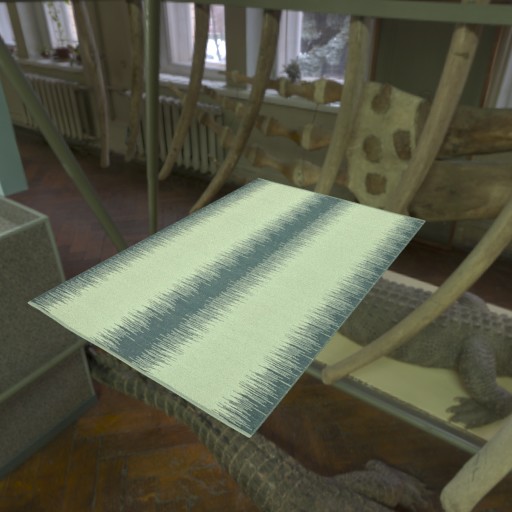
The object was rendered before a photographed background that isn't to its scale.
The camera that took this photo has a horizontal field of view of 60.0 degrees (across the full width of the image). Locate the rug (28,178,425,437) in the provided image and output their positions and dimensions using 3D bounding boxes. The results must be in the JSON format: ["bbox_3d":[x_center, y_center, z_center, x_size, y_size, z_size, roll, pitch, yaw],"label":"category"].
[{"bbox_3d":[0.000,0.000,2.347,1.234,0.006,1.854,20,37,29],"label":"rug"}]
